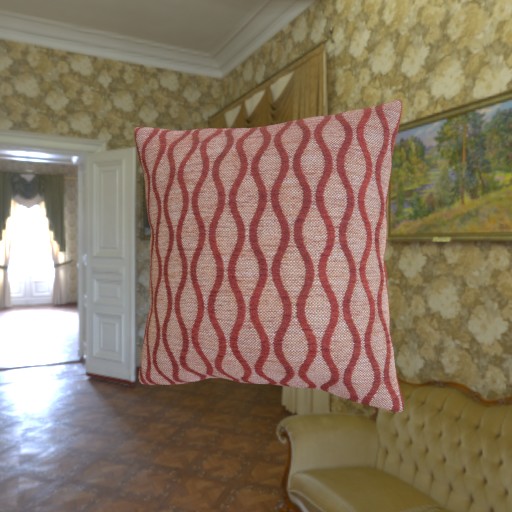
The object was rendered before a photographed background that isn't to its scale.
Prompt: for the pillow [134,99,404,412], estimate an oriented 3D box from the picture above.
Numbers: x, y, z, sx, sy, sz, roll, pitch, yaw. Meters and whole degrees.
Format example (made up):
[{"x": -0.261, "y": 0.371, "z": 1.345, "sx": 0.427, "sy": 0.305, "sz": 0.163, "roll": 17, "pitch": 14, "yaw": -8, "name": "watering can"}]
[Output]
[{"x": 0.000, "y": 0.000, "z": 0.673, "sx": 0.429, "sy": 0.434, "sz": 0.159, "roll": 0, "pitch": 1, "yaw": 17, "name": "pillow"}]
